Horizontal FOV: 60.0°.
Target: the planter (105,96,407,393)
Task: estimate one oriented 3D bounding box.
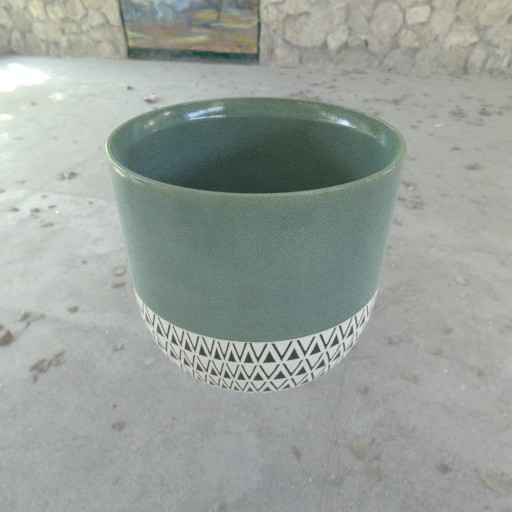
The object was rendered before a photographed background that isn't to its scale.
[{"bbox_3d":[0.000,0.000,0.478,0.266,0.270,0.266,0,33,0],"label":"planter"}]
